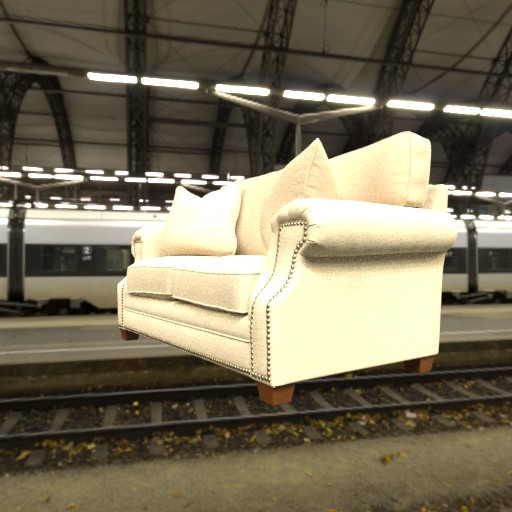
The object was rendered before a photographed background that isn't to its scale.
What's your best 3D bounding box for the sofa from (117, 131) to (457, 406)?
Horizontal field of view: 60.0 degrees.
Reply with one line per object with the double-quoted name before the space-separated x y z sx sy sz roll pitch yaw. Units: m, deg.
"sofa" 0.000 0.000 2.251 0.966 0.966 1.701 1 -1 -34
